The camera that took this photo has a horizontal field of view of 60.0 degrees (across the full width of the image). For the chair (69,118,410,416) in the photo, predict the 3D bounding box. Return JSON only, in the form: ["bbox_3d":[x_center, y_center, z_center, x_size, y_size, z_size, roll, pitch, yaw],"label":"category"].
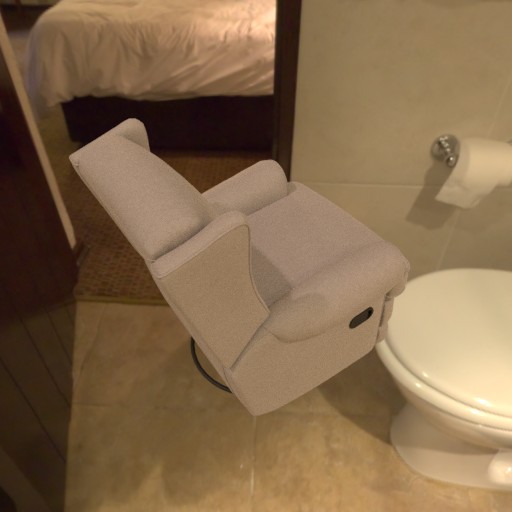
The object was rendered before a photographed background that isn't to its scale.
[{"bbox_3d":[0.000,0.000,1.657,0.969,1.011,0.847,-24,47,-25],"label":"chair"}]
